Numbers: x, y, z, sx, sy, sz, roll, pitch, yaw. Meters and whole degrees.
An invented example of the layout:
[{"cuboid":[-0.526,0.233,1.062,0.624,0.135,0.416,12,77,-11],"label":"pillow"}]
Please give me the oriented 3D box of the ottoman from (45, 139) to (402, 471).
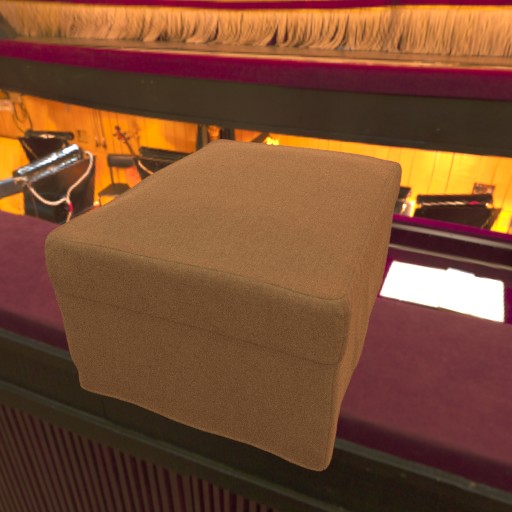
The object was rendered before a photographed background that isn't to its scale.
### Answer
[{"cuboid":[0.000,0.000,1.222,0.650,0.485,0.833,11,32,19],"label":"ottoman"}]
